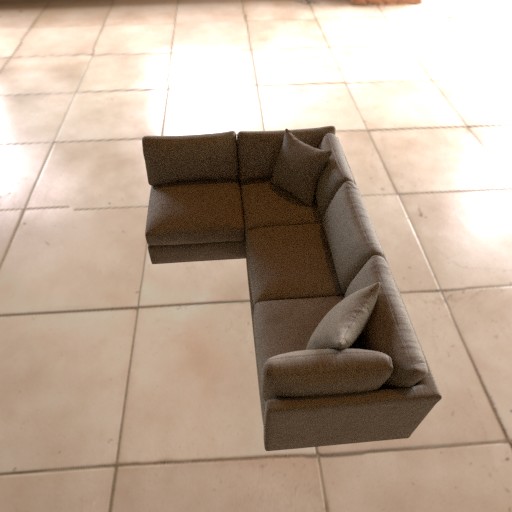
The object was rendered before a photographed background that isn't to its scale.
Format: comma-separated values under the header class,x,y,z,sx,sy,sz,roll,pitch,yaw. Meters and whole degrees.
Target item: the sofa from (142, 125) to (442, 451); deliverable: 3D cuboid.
class,x,y,z,sx,sy,sz,roll,pitch,yaw
sofa,0.000,0.000,3.724,1.994,0.978,2.896,-4,47,-4
